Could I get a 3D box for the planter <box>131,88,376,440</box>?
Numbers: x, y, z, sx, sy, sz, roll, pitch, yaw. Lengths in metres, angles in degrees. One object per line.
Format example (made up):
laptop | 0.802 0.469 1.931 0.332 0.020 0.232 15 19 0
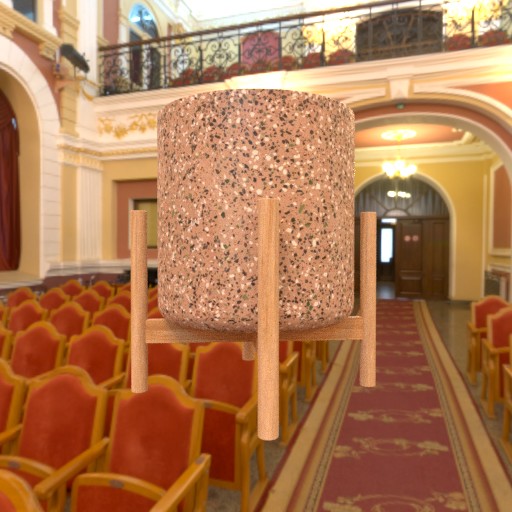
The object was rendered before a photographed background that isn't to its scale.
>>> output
planter | 0.000 0.000 0.700 0.360 0.419 0.360 0 1 18
